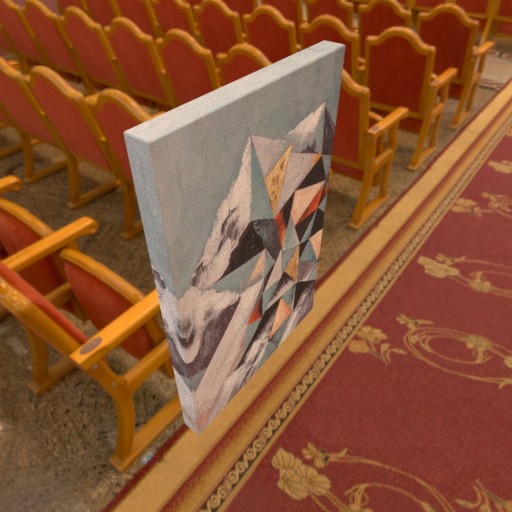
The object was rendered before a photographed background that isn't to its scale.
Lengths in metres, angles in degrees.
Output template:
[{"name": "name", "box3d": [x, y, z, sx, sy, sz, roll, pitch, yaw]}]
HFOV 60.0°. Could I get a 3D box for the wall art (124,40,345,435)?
[{"name": "wall art", "box3d": [0.000, 0.000, 1.159, 0.061, 0.911, 0.609, 27, 48, 27]}]
